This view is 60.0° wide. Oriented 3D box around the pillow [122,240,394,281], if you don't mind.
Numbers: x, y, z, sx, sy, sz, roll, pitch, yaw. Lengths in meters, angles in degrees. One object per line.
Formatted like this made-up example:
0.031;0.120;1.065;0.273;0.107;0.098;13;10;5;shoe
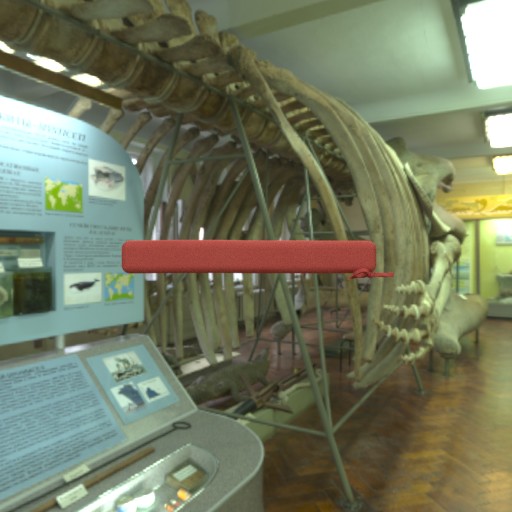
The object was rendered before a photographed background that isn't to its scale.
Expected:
0.000;0.000;1.349;0.492;0.081;1.187;0;1;0;pillow
